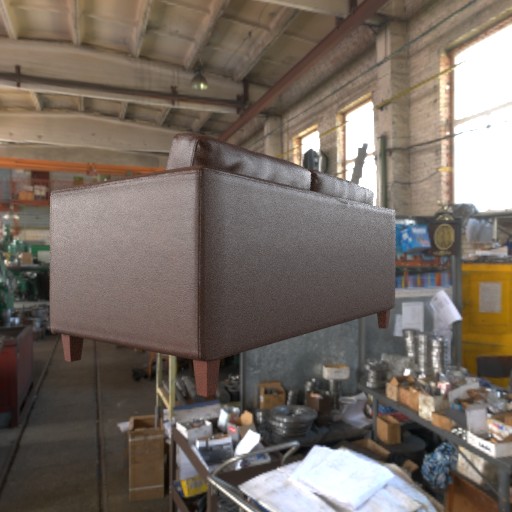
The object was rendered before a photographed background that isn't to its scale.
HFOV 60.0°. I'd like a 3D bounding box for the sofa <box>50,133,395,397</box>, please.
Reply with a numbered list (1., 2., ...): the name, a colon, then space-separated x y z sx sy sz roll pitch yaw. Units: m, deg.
1. sofa: 0.000 0.000 2.431 0.951 0.933 1.883 0 0 36
